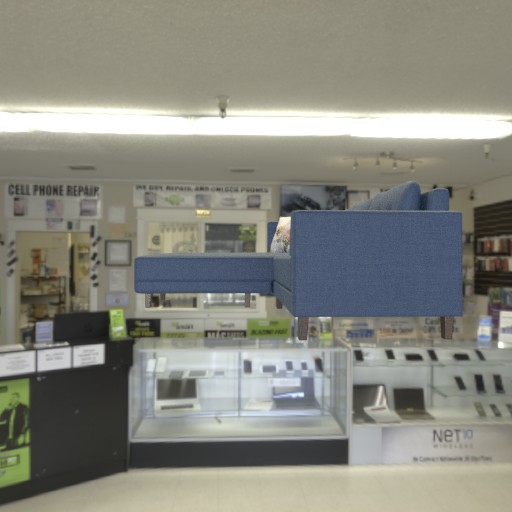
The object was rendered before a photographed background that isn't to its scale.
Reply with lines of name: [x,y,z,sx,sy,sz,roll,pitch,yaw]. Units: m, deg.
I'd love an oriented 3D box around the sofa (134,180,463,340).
sofa: [0.000,0.000,3.062,1.829,0.787,2.120,0,0,-2]
